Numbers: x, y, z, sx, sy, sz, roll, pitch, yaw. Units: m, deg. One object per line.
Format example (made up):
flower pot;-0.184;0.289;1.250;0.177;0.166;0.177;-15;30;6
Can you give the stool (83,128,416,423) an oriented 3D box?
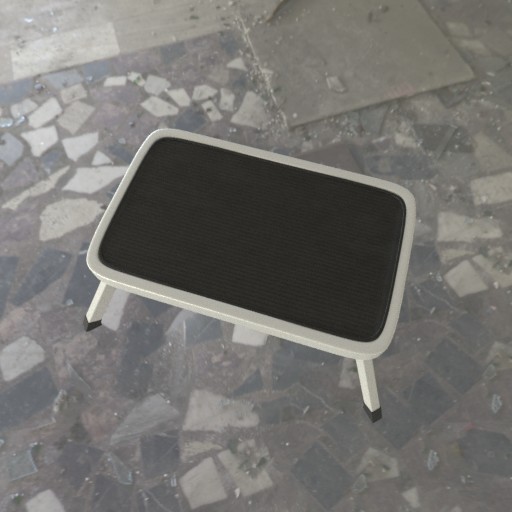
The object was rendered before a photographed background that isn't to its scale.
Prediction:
stool;0.000;0.000;0.633;0.460;0.170;0.320;16;66;7
